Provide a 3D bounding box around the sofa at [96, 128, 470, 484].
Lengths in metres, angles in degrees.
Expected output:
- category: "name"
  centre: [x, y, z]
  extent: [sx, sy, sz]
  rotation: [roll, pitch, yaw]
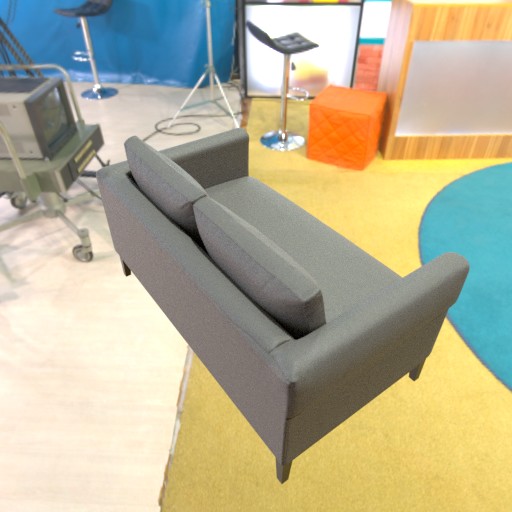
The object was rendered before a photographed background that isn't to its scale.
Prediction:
- category: "sofa"
  centre: [0.000, 0.000, 2.123]
  extent: [0.899, 0.873, 1.598]
  rotation: [-25, 45, -27]
